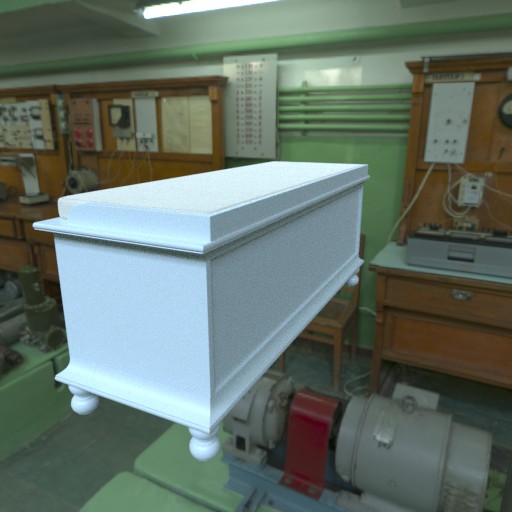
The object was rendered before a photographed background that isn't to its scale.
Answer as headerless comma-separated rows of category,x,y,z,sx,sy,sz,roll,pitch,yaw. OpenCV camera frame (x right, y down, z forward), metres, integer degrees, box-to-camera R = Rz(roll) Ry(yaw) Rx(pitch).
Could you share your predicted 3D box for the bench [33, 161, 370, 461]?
bench,0.000,0.000,1.357,0.402,0.486,1.185,8,18,25
